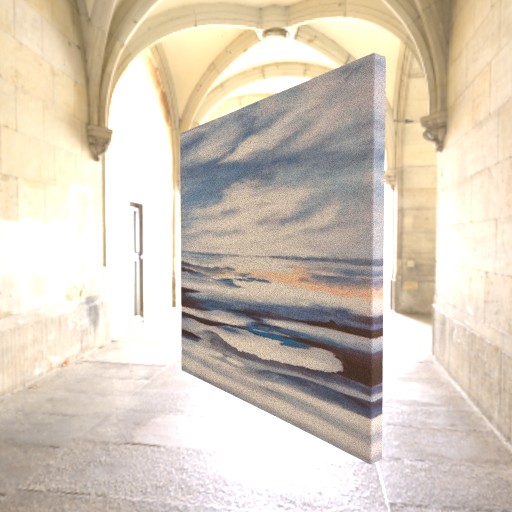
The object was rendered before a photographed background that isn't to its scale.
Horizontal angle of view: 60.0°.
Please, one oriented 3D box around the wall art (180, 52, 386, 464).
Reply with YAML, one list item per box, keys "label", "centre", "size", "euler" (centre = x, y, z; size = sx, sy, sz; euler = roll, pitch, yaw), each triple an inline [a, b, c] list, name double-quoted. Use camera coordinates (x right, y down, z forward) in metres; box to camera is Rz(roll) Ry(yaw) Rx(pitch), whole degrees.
- label: "wall art"
  centre: [0.000, 0.000, 1.107]
  size: [0.035, 0.747, 0.747]
  euler: [-1, 2, -37]
